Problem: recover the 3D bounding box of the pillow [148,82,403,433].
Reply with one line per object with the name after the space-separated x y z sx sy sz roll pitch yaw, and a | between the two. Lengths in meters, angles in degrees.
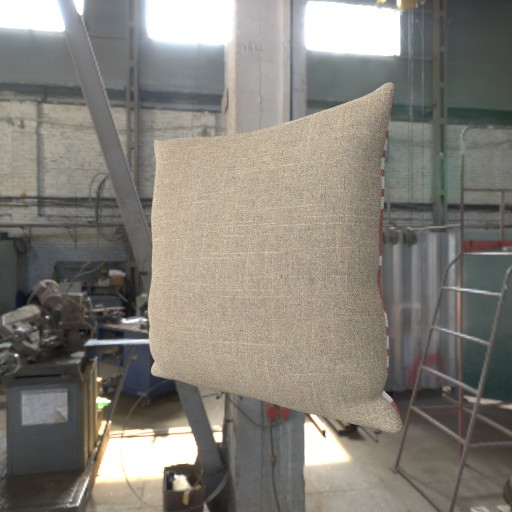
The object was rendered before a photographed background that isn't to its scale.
0.000 0.000 0.664 0.439 0.427 0.182 0 0 35 | pillow
